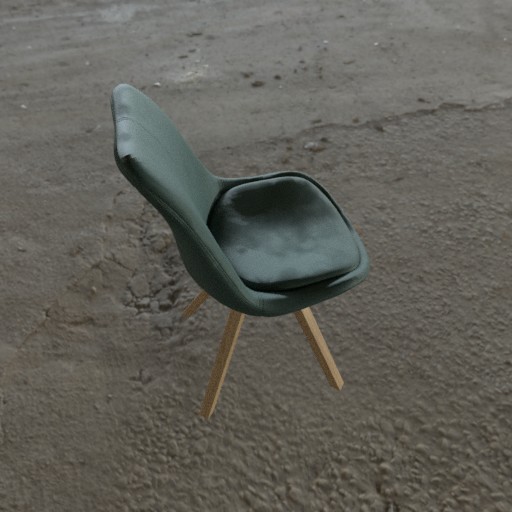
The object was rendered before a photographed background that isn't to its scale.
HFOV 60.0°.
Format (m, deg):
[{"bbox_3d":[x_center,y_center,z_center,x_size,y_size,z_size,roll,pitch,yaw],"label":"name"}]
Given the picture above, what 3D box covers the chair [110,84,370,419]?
[{"bbox_3d":[0.000,0.000,1.161,0.547,0.865,0.483,-10,47,-10],"label":"chair"}]
